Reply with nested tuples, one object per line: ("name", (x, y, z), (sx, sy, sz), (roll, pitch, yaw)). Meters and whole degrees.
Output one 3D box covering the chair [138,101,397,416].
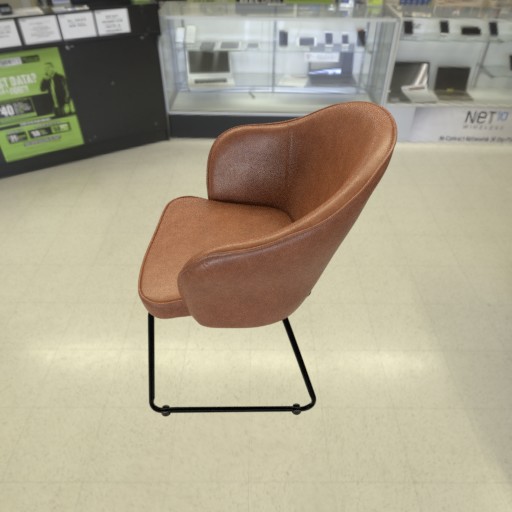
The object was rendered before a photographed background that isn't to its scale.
("chair", (0.000, 0.000, 1.191), (0.580, 0.785, 0.582), (2, 40, 2))
